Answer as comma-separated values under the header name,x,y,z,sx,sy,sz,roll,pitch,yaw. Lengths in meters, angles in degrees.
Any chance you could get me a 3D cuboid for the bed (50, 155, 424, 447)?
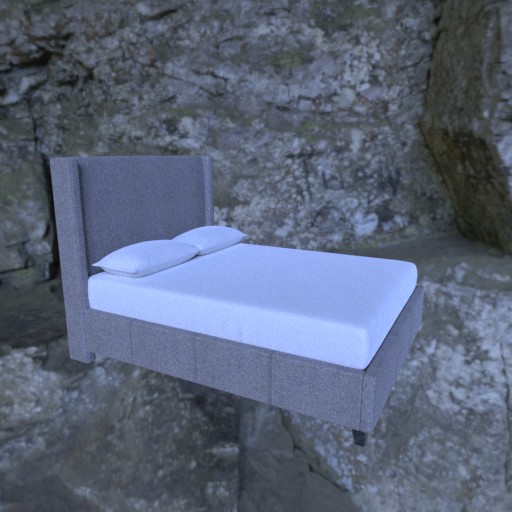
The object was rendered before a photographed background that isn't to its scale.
name,x,y,z,sx,sy,sz,roll,pitch,yaw
bed,0.000,0.000,3.360,2.245,1.476,1.714,7,15,27
